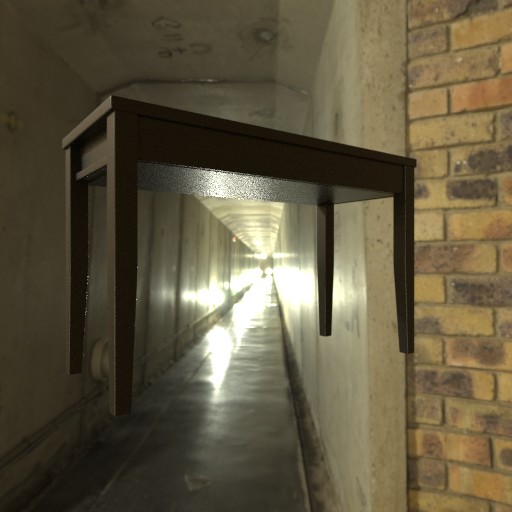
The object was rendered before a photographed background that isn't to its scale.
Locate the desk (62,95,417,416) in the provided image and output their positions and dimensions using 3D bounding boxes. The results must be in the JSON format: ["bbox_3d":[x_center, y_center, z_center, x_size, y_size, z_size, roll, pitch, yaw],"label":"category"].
[{"bbox_3d":[0.000,0.000,1.622,1.220,0.775,0.508,0,0,-36],"label":"desk"}]
